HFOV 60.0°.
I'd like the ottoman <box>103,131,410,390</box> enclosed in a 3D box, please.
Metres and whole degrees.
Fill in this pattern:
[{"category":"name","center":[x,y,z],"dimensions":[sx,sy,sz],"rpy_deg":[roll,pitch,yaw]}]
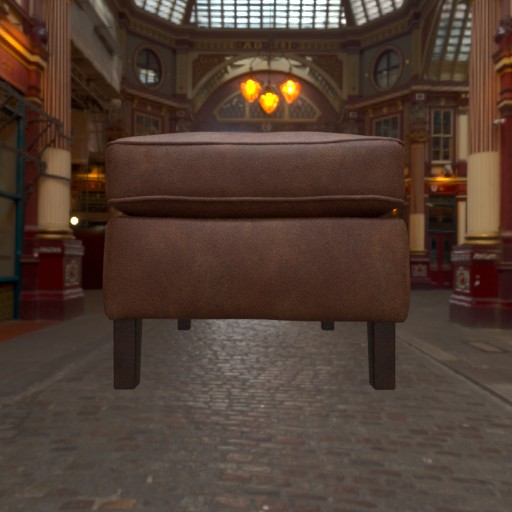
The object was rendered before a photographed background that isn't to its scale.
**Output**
[{"category":"ottoman","center":[0.000,0.000,0.987],"dimensions":[0.501,0.418,0.665],"rpy_deg":[0,0,0]}]
